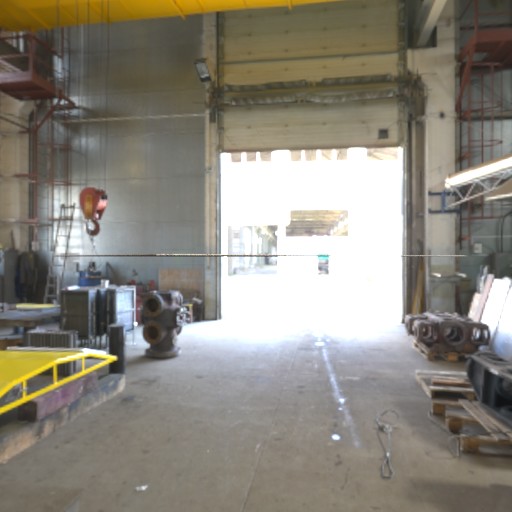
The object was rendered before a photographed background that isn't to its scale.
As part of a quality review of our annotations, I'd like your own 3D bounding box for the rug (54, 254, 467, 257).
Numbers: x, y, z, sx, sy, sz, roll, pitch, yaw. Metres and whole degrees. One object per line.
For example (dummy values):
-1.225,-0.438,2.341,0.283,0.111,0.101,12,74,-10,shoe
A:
0.000,0.000,4.185,3.046,0.008,2.442,0,0,-36,rug
